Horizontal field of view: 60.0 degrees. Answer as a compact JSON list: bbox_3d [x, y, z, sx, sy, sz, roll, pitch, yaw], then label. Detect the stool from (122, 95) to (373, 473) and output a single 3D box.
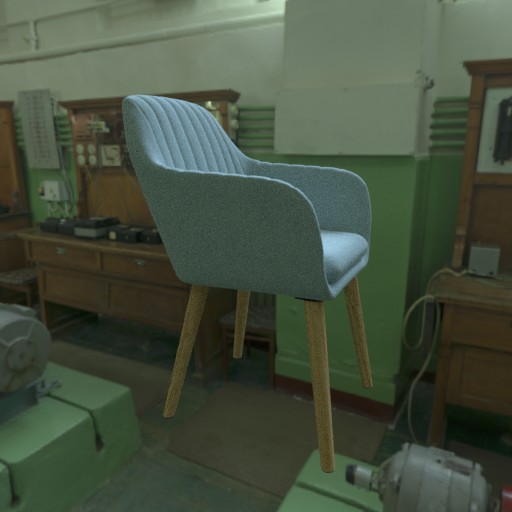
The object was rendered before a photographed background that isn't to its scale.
[{"bbox_3d":[0.000,0.000,1.191,0.590,0.830,0.503,7,15,25],"label":"stool"}]
